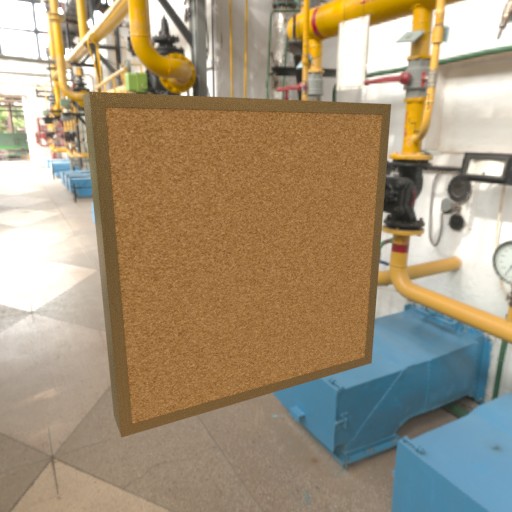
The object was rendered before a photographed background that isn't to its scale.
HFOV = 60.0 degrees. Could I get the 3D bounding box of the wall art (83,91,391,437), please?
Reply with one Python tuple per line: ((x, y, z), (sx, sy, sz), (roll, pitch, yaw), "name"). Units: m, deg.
((0.000, 0.000, 0.459), (0.304, 0.305, 0.038), (-8, 17, -26), "wall art")
